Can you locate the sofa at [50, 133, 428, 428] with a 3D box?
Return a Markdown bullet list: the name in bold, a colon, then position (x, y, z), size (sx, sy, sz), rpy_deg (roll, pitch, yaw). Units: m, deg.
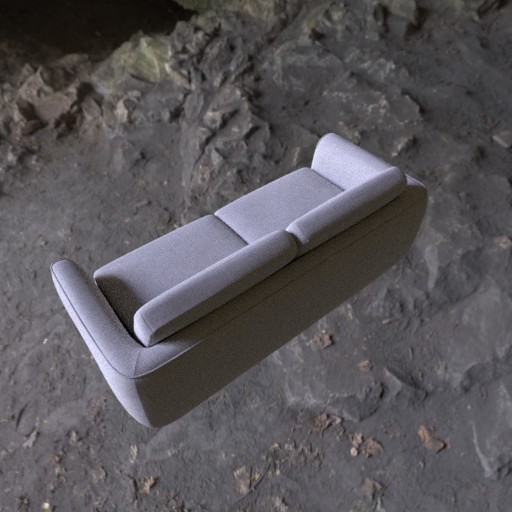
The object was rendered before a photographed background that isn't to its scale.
- **sofa**: position (0.000, 0.000, 2.513), size (2.000, 0.850, 0.920), rpy_deg (-30, 54, -25)
